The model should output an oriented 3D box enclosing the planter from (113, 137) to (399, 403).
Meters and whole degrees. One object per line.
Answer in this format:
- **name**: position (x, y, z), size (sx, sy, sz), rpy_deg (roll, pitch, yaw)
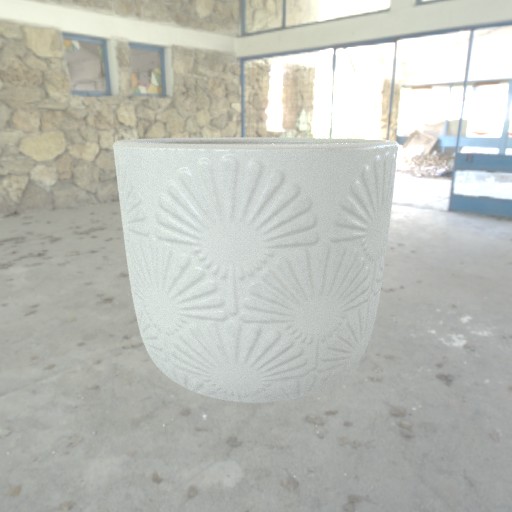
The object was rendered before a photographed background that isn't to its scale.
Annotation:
- **planter**: position (0.000, 0.000, 0.215), size (0.124, 0.109, 0.124), rpy_deg (0, 16, 0)
